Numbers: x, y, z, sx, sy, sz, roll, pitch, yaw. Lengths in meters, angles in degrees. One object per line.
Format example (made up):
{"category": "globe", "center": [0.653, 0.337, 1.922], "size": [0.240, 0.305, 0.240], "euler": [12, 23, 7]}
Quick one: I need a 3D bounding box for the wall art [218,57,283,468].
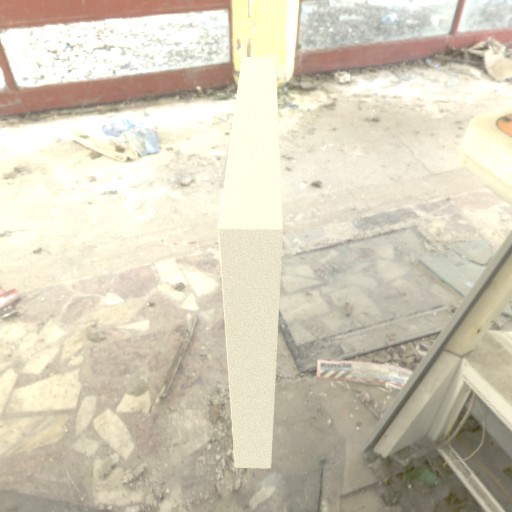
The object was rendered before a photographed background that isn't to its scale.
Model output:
{"category": "wall art", "center": [0.000, 0.000, 0.465], "size": [0.037, 0.305, 0.305], "euler": [1, 41, 1]}
